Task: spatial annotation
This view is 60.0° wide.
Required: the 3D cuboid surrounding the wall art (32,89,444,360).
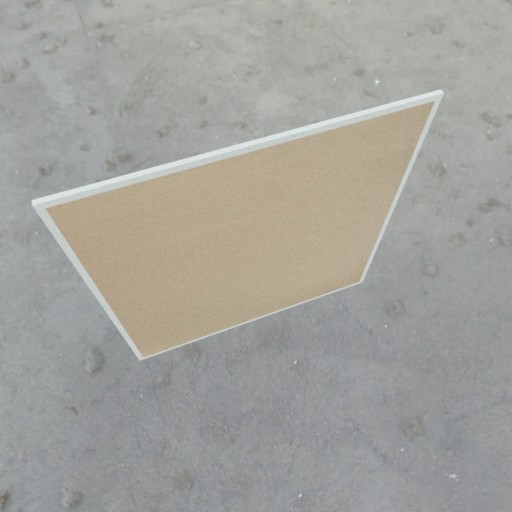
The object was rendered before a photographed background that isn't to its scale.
[{"bbox_3d":[0.000,0.000,1.168,0.809,0.809,0.012,-18,60,-11],"label":"wall art"}]
